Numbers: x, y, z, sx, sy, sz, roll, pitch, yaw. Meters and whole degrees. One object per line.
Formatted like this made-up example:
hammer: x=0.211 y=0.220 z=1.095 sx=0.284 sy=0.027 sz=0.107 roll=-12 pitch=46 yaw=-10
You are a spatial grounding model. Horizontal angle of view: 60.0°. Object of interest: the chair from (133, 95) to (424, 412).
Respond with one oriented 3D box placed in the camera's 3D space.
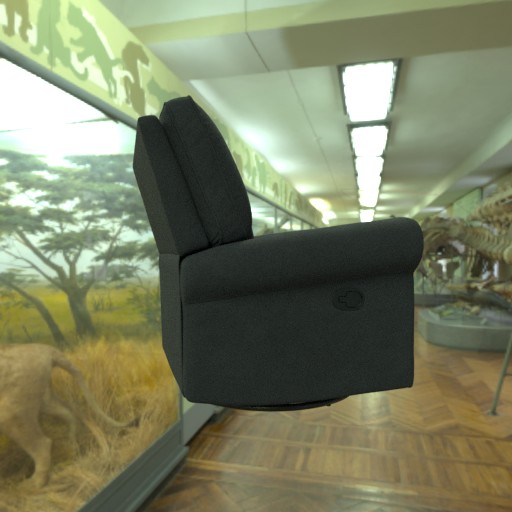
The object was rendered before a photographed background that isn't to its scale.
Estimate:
chair: x=0.000 y=0.000 z=1.665 sx=0.878 sy=0.961 sz=0.890 roll=0 pitch=0 yaw=-17
